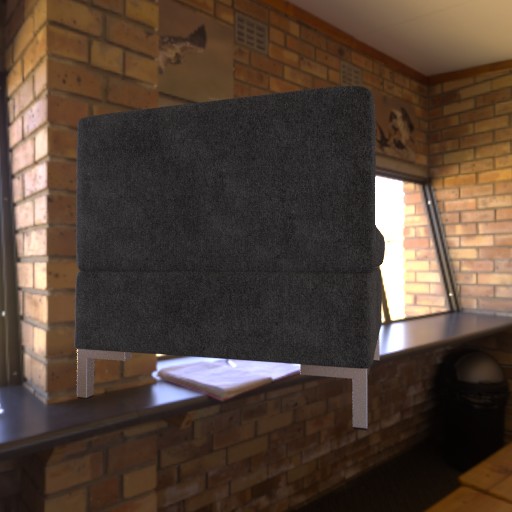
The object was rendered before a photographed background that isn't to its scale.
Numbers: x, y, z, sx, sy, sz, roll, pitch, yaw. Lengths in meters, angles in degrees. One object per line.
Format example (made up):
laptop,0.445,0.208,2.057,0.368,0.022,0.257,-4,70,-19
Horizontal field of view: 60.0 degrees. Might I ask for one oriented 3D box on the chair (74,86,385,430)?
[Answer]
chair,0.000,0.000,1.231,0.680,0.660,0.680,0,-1,18
